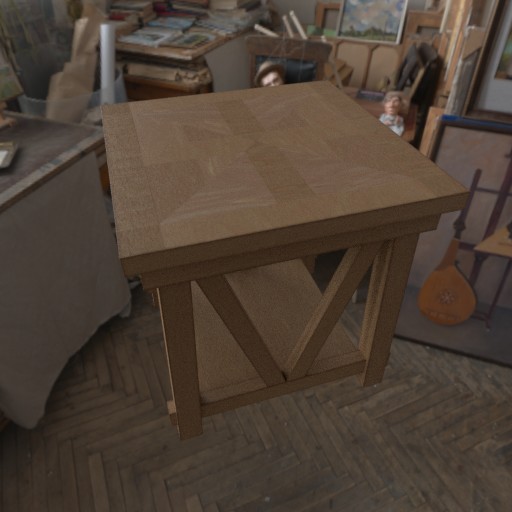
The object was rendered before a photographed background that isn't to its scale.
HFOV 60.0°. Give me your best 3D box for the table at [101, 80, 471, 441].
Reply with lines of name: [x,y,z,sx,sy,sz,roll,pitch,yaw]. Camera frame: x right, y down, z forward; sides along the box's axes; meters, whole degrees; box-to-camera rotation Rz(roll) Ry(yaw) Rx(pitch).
table: [0.000,0.000,1.148,0.612,0.638,0.610,-12,42,-13]
